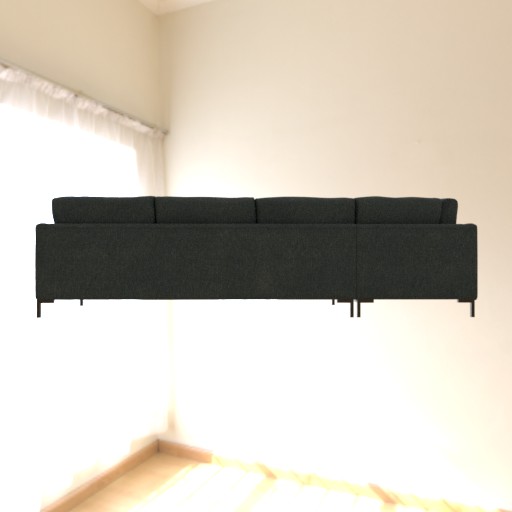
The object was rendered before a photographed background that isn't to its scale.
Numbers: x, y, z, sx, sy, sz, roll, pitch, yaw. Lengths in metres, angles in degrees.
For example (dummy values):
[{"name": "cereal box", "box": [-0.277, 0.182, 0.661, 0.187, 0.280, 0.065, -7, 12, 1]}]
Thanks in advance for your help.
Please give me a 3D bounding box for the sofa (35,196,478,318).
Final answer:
[{"name": "sofa", "box": [0.000, 0.000, 3.878, 2.949, 0.815, 2.007, 0, 0, -1]}]
